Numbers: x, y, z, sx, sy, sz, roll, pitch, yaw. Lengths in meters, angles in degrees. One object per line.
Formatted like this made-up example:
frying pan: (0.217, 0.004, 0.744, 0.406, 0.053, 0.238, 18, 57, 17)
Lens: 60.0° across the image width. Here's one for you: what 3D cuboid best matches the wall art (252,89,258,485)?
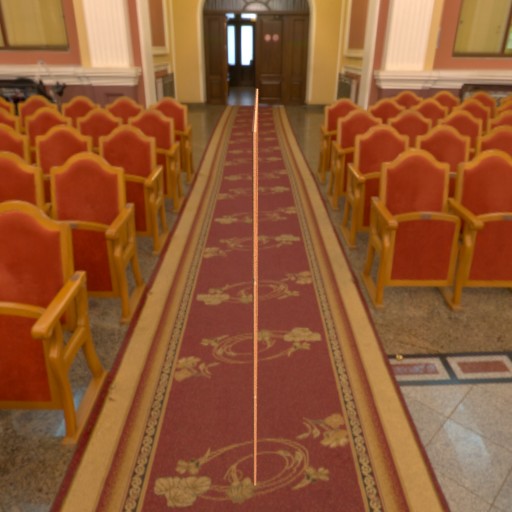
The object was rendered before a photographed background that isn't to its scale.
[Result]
wall art: (0.000, 0.000, 2.320, 0.013, 1.525, 1.520, 0, 25, 0)
